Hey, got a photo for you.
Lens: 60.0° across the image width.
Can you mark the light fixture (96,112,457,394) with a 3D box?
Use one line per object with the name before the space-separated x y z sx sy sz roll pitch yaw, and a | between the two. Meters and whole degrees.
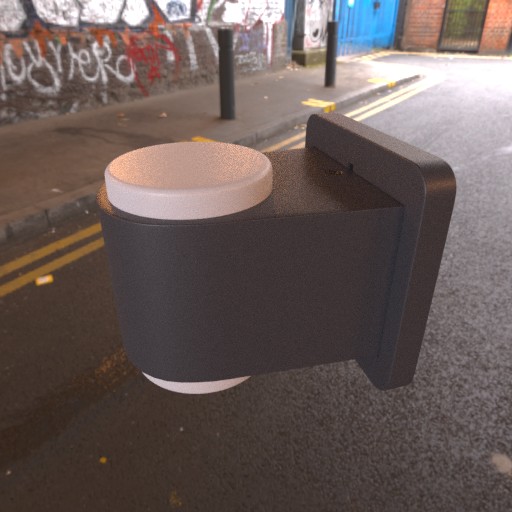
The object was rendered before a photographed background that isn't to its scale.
light fixture | 0.000 0.000 0.209 0.132 0.109 0.109 -8 30 -15
